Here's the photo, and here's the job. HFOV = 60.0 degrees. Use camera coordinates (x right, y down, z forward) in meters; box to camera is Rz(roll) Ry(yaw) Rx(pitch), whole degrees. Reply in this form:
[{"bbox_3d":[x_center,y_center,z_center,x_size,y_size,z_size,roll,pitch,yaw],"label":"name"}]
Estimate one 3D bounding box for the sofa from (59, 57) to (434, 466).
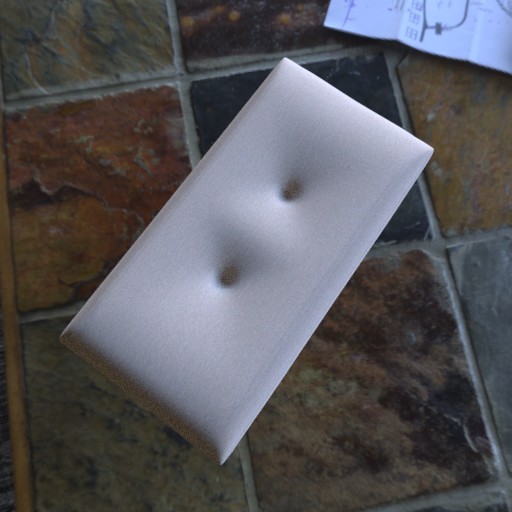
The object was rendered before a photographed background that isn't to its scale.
[{"bbox_3d":[0.000,0.000,1.223,0.480,0.470,0.930,35,79,8],"label":"sofa"}]
